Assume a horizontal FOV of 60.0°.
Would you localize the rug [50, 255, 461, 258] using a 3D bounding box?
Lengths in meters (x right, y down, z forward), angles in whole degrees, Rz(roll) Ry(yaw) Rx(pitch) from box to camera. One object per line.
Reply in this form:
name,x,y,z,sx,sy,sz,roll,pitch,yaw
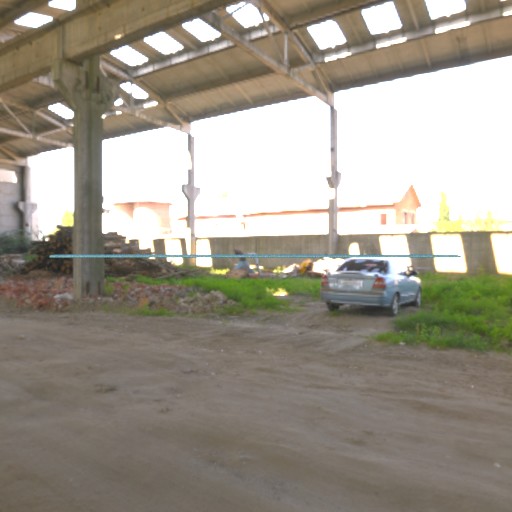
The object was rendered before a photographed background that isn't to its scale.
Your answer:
rug,0.000,0.000,4.005,2.350,0.018,2.964,0,0,0
